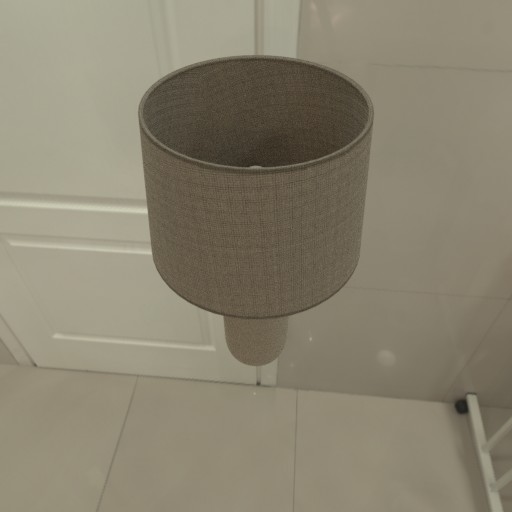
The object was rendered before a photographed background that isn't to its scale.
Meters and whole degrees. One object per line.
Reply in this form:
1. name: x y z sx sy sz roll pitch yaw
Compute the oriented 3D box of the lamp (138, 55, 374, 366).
1. lamp: 0.000 0.000 0.827 0.367 0.609 0.367 0 46 0
